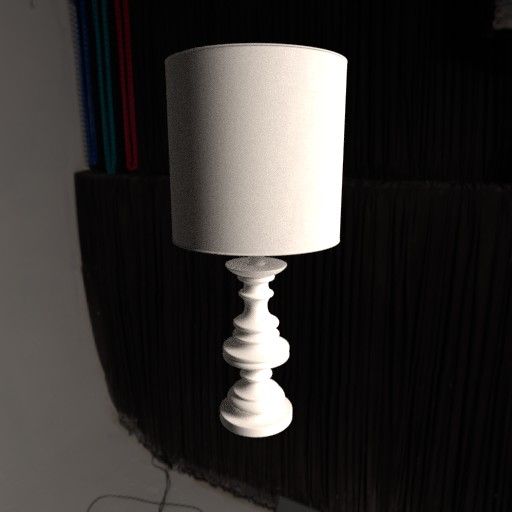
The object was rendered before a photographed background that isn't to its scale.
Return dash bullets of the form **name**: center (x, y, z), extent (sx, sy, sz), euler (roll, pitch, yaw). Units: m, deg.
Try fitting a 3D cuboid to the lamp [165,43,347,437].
- **lamp**: center (0.000, 0.000, 0.567), extent (0.208, 0.455, 0.208), euler (7, 15, 27)
